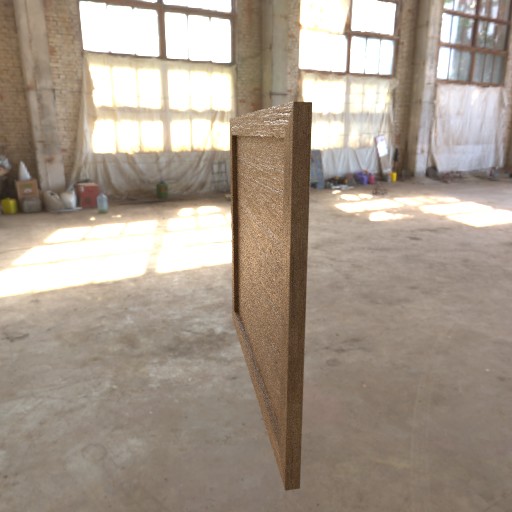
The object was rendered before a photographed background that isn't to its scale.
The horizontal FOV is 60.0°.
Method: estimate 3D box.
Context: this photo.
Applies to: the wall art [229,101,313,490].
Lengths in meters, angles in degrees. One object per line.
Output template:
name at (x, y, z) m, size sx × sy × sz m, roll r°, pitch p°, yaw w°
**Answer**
wall art at (0.000, 0.000, 0.958) m, size 0.026 × 0.588 × 0.690 m, roll -3°, pitch 16°, yaw -10°
